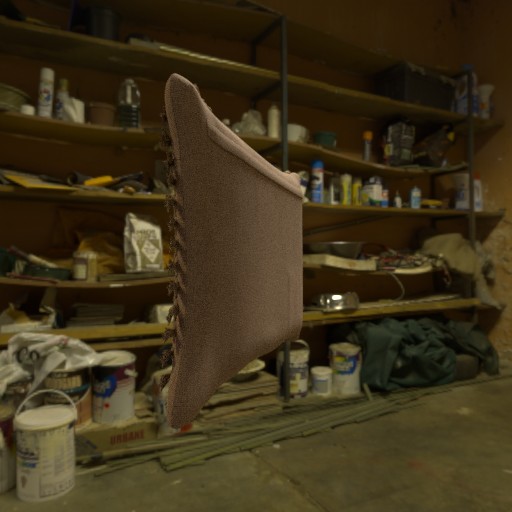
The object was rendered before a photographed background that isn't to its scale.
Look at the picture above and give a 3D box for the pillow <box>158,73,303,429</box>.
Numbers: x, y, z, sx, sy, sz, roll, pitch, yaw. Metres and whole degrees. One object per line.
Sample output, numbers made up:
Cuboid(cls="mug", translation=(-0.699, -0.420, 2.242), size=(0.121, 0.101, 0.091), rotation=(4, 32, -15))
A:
Cuboid(cls="pillow", translation=(0.000, 0.000, 0.583), size=(0.084, 0.305, 0.466), rotation=(0, 0, 18))
